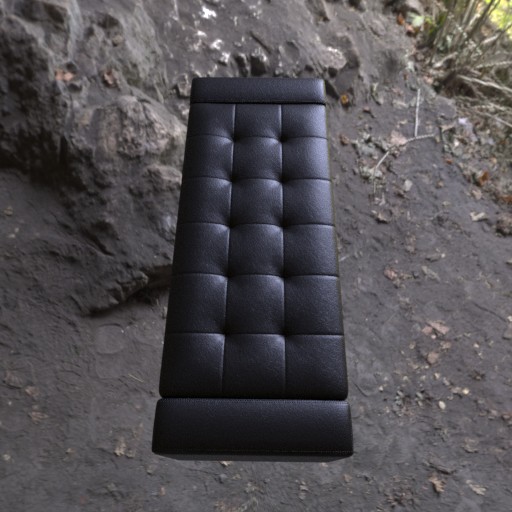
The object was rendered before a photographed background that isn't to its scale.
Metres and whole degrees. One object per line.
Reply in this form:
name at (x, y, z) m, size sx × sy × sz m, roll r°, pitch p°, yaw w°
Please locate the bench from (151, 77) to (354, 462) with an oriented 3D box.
bench at (0.000, 0.000, 1.551) m, size 0.508 × 0.445 × 1.296 m, roll 1°, pitch 63°, yaw 0°
